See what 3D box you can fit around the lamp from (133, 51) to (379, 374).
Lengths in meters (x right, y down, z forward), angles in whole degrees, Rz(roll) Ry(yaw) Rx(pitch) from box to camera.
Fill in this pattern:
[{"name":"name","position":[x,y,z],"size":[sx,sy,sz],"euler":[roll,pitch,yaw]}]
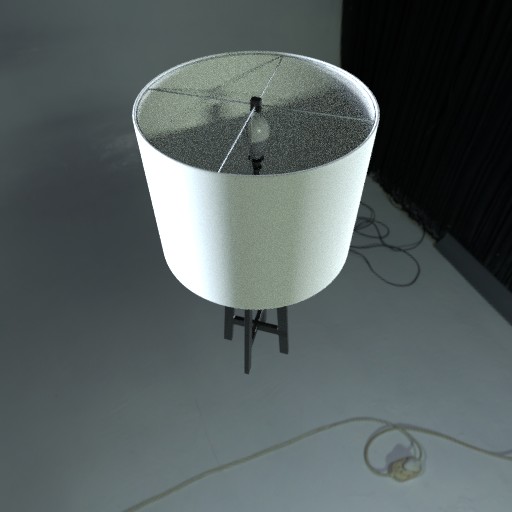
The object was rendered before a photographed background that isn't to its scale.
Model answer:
[{"name":"lamp","position":[0.000,0.000,0.647],"size":[0.257,0.489,0.257],"euler":[-22,51,-19]}]
